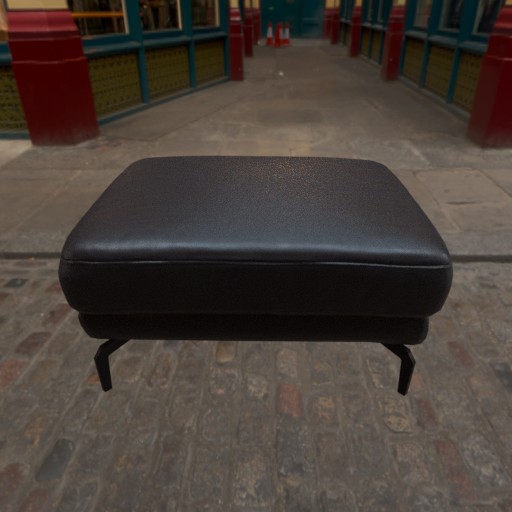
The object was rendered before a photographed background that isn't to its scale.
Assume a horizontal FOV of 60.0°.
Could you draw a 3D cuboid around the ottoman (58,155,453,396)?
[{"bbox_3d":[0.000,0.000,1.109,0.764,0.402,0.570,0,30,1],"label":"ottoman"}]
